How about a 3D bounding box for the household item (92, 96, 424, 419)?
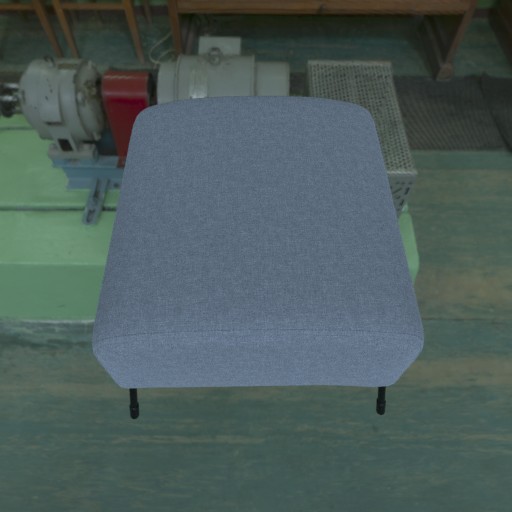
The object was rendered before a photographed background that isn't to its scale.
[{"bbox_3d":[0.000,0.000,0.888,0.530,0.410,0.530,-1,57,-1],"label":"household item"}]
